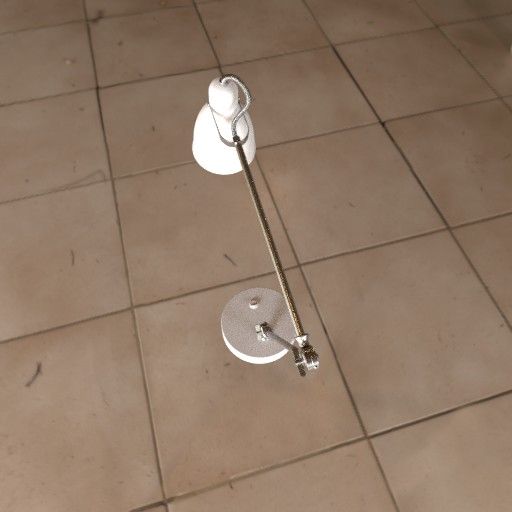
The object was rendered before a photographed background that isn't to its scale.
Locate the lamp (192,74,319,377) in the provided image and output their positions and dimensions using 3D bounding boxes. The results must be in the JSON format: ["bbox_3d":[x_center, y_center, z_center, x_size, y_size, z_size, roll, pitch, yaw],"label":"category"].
[{"bbox_3d":[0.000,0.000,0.876,0.187,0.587,0.561,-15,59,-9],"label":"lamp"}]
